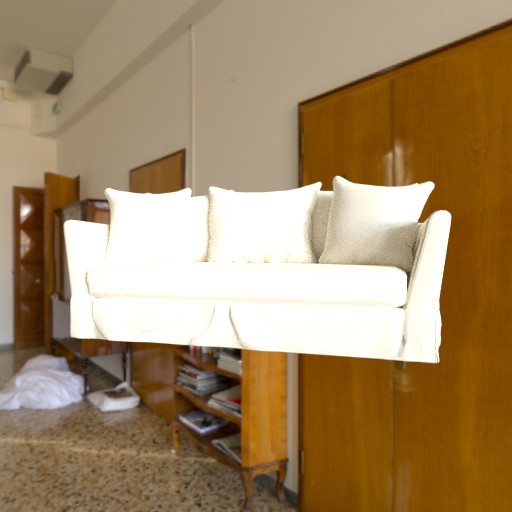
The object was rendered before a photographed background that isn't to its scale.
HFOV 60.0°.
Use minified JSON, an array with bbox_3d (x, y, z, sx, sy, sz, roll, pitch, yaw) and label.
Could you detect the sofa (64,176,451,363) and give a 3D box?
[{"bbox_3d":[0.000,0.000,2.952,2.290,1.034,1.031,0,1,18],"label":"sofa"}]
